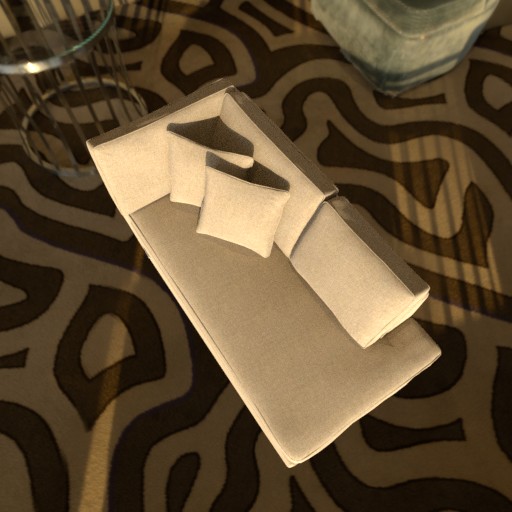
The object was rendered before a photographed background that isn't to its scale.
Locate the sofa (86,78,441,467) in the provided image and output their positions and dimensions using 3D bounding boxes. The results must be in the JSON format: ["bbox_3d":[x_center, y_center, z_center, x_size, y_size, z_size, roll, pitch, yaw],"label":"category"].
[{"bbox_3d":[0.000,0.000,2.786,1.110,1.019,2.238,-32,67,-15],"label":"sofa"}]
